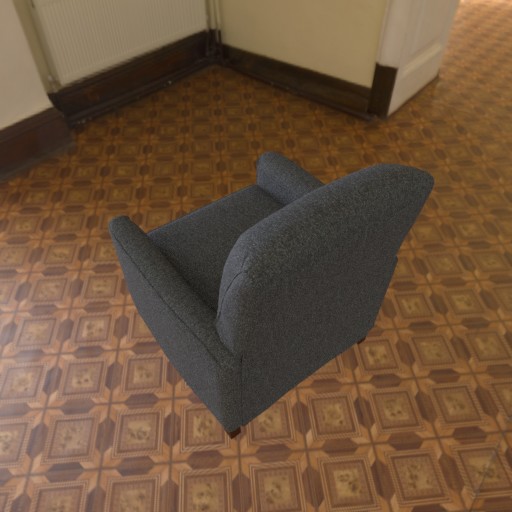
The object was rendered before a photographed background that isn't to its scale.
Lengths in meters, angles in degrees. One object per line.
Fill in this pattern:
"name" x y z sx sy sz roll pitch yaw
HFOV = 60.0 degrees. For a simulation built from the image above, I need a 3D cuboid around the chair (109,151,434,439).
"chair" 0.000 0.000 1.670 0.839 1.016 0.850 -29 53 -25
